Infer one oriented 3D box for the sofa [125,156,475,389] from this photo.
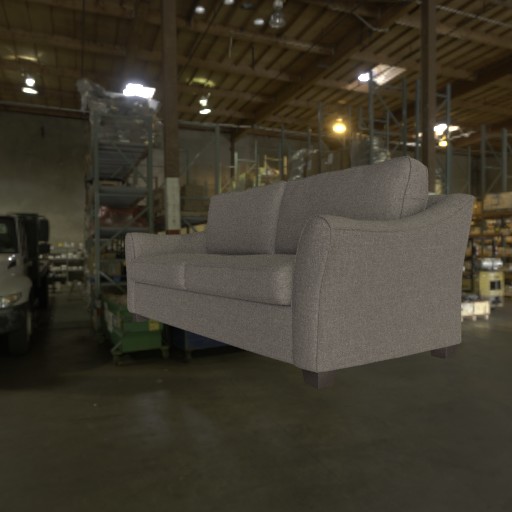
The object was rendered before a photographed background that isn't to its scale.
[{"bbox_3d":[0.000,0.000,2.707,1.013,0.976,2.203,-1,1,-35],"label":"sofa"}]
